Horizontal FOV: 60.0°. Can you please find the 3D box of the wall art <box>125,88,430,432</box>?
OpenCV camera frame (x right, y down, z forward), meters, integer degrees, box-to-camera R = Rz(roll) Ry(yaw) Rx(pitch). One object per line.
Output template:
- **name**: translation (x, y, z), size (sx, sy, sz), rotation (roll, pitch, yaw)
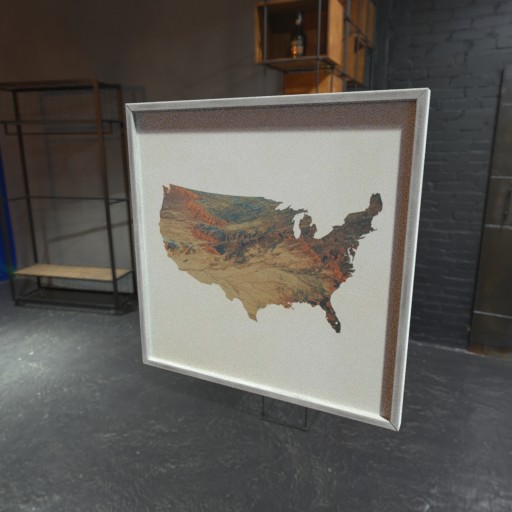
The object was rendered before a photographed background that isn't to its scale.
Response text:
- **wall art**: translation (0.000, 0.000, 0.448), size (0.303, 0.303, 0.015), rotation (7, 16, 25)
